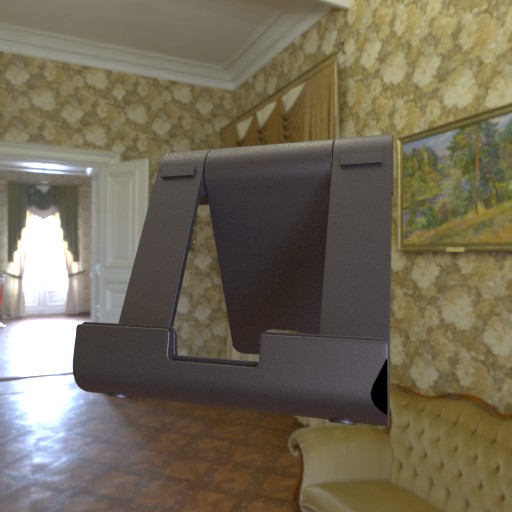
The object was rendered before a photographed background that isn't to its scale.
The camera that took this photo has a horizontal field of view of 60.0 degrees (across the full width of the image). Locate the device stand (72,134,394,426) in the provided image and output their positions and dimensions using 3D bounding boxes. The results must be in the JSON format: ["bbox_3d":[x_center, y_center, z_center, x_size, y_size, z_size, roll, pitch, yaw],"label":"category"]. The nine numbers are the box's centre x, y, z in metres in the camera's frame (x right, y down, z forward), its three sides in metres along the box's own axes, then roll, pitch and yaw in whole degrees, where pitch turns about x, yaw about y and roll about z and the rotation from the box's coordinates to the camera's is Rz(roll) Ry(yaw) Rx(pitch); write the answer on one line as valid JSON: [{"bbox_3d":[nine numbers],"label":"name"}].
[{"bbox_3d":[0.000,0.000,0.150,0.088,0.084,0.079,0,0,19],"label":"device stand"}]
